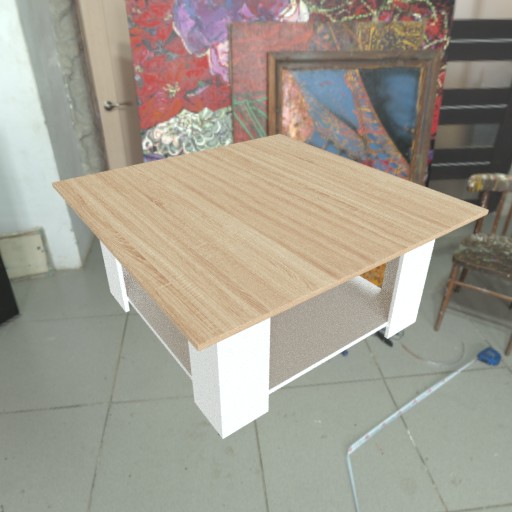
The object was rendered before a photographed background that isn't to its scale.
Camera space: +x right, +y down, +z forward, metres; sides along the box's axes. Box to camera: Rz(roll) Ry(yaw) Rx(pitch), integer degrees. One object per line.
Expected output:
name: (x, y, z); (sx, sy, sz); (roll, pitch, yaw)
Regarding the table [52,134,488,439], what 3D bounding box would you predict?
table: (0.000, 0.000, 1.032); (0.670, 0.305, 0.670); (-21, 37, -30)
